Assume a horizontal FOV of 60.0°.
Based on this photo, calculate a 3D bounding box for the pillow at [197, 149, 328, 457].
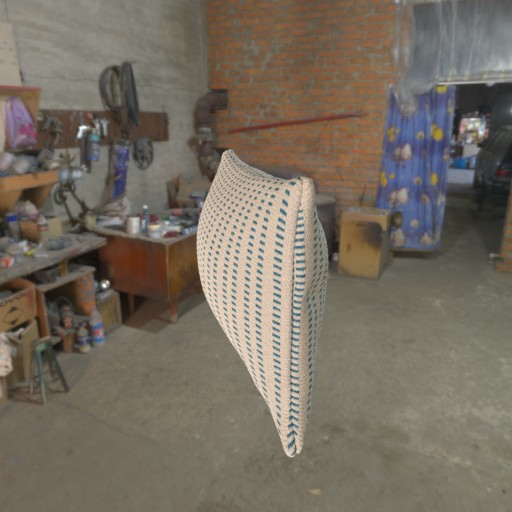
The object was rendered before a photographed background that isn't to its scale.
[{"bbox_3d":[0.000,0.000,0.814,0.210,0.353,0.640,-3,17,-11],"label":"pillow"}]
